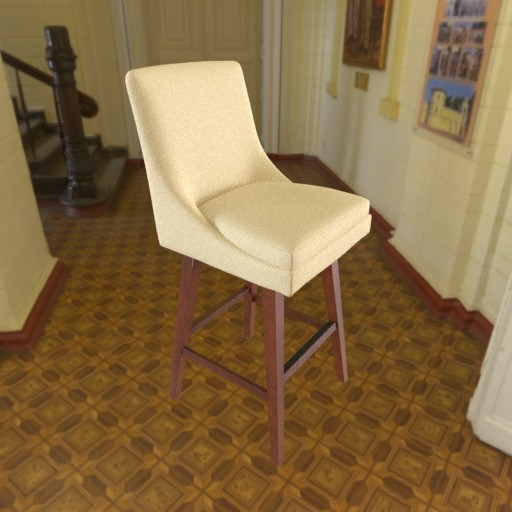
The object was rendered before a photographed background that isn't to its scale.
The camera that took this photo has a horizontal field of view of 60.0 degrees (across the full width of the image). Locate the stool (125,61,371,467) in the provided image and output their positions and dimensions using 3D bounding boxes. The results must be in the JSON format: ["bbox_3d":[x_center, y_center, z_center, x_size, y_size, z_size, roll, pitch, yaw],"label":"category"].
[{"bbox_3d":[0.000,0.000,1.396,0.559,1.097,0.470,19,33,32],"label":"stool"}]
